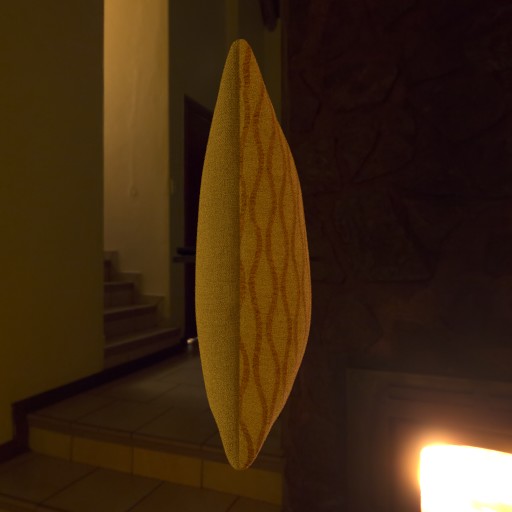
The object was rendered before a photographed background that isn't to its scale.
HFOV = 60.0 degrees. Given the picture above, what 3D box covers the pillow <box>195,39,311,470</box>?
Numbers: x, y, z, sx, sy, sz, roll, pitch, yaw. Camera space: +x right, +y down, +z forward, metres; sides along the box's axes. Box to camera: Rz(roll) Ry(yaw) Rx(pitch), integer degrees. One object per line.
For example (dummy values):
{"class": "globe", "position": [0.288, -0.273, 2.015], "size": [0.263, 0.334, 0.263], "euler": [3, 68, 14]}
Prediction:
{"class": "pillow", "position": [0.000, 0.000, 0.648], "size": [0.159, 0.436, 0.429], "euler": [0, 0, 2]}
